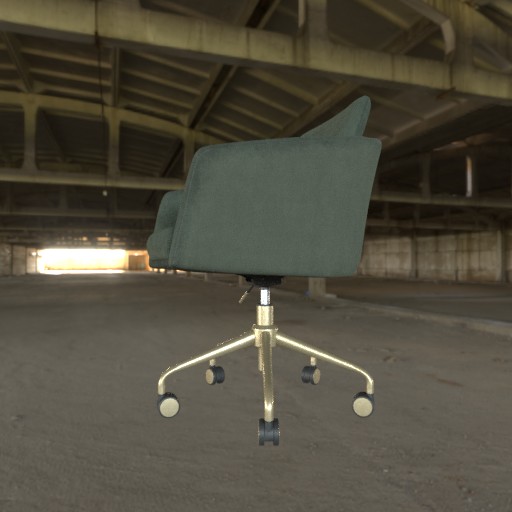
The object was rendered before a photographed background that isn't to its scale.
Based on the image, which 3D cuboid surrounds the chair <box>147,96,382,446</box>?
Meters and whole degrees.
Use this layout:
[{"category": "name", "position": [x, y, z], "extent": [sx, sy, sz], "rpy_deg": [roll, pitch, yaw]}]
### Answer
[{"category": "chair", "position": [0.000, 0.000, 1.346], "extent": [0.635, 0.908, 0.641], "rpy_deg": [0, -1, -19]}]
